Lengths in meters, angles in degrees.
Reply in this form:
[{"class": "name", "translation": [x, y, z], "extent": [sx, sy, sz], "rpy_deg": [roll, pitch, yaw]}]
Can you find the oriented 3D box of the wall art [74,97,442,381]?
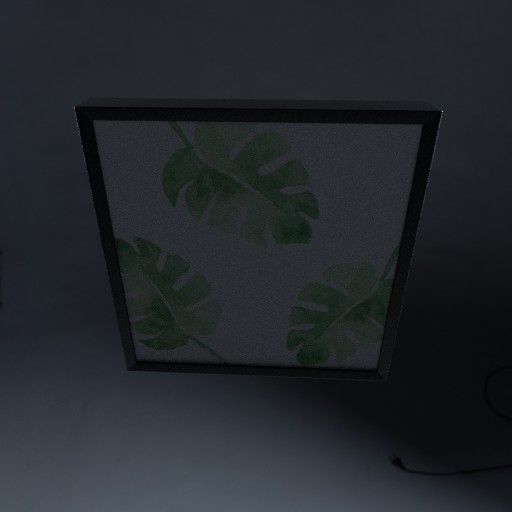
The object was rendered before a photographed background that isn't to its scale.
[{"class": "wall art", "translation": [0.000, 0.000, 0.458], "extent": [0.304, 0.304, 0.038], "rpy_deg": [2, 31, 3]}]
